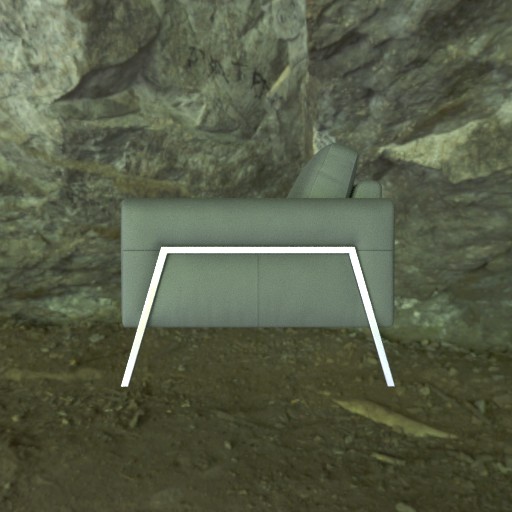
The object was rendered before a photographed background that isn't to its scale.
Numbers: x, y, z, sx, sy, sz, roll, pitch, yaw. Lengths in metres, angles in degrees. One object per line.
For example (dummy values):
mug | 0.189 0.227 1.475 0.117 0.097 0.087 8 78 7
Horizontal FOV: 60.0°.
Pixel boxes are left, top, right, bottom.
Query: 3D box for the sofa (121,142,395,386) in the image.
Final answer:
sofa | 0.000 0.000 2.499 0.953 0.875 2.017 0 0 0
